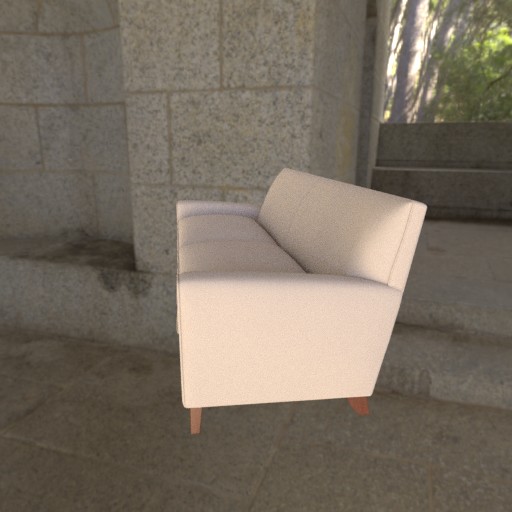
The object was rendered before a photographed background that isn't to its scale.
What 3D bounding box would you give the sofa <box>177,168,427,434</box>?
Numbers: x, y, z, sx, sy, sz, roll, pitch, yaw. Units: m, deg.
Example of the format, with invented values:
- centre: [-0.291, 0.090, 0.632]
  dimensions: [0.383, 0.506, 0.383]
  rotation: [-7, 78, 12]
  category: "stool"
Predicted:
- centre: [0.000, 0.000, 2.465]
  dimensions: [0.875, 0.846, 2.000]
  rotation: [-3, 15, -10]
  category: "sofa"
